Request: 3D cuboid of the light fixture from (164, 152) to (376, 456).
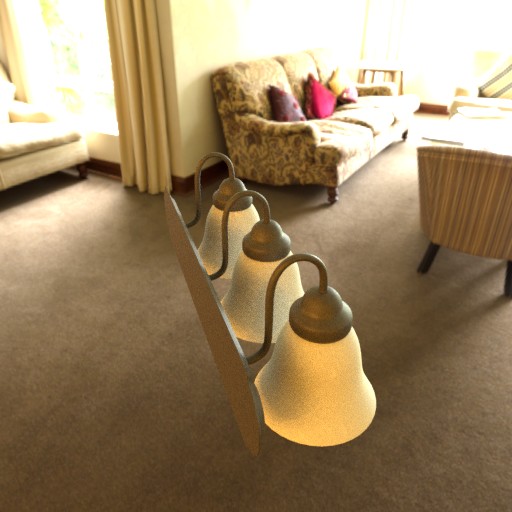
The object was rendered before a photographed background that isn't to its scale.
[{"bbox_3d":[0.000,0.000,0.695,0.199,0.222,0.610,-10,31,-16],"label":"light fixture"}]
